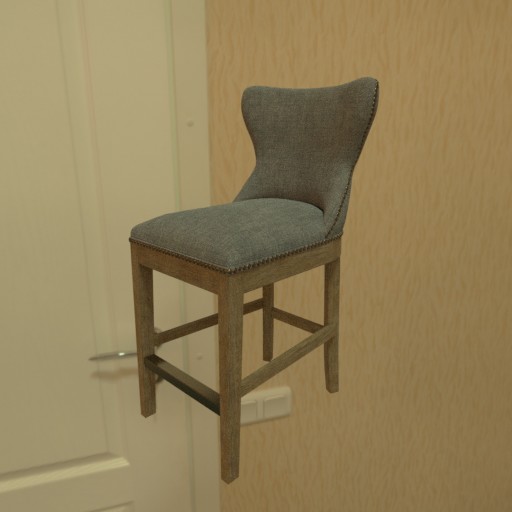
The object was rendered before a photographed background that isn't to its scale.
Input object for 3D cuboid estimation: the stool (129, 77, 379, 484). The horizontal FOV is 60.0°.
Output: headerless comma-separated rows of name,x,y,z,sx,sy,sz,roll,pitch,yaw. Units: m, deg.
stool,0.000,0.000,1.304,0.498,0.981,0.608,16,23,42
